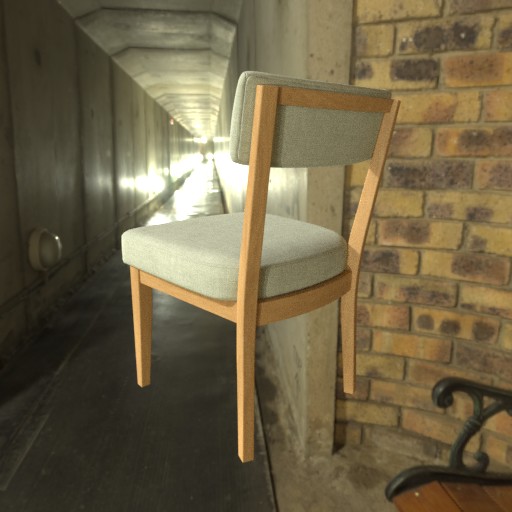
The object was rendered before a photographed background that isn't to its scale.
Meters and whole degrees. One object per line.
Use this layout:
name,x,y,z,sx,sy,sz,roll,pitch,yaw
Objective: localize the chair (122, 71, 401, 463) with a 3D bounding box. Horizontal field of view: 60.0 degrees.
chair,0.000,0.000,1.182,0.508,0.832,0.572,-13,20,-41
